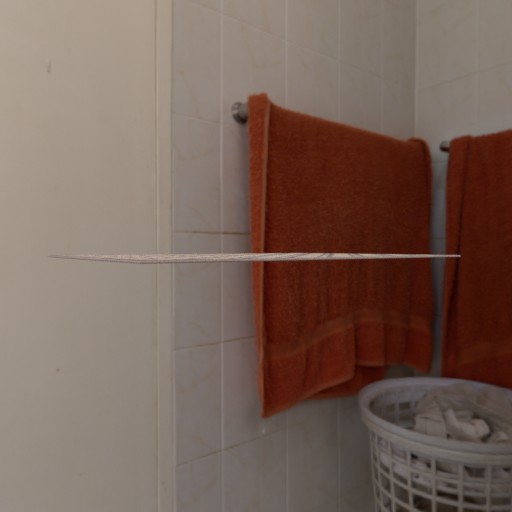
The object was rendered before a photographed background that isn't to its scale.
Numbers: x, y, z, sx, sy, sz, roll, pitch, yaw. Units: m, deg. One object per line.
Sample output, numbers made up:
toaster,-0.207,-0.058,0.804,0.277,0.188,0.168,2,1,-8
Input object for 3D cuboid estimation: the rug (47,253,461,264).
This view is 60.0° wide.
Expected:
rug,0.000,0.000,2.950,2.260,0.013,1.600,-1,1,-36
